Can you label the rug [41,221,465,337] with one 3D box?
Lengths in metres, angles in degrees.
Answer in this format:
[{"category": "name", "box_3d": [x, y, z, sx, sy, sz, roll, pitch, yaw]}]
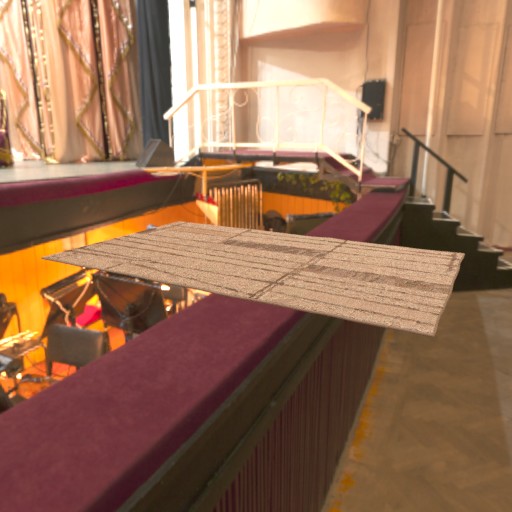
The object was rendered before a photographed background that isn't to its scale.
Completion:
[{"category": "rug", "box_3d": [0.000, 0.000, 1.049, 0.867, 0.007, 0.515, 8, 17, 28]}]
